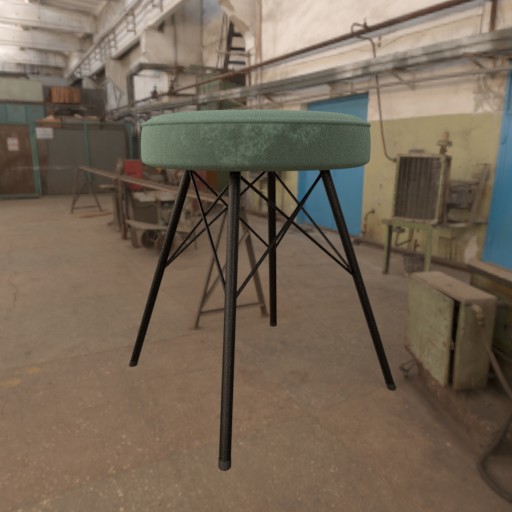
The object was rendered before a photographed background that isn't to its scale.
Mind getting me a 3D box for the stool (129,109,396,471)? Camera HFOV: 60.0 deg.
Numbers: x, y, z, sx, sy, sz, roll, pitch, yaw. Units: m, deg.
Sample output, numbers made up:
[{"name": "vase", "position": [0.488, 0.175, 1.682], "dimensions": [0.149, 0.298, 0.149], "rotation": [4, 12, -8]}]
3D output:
[{"name": "stool", "position": [0.000, 0.000, 0.862], "dimensions": [0.457, 0.519, 0.458], "rotation": [-7, 16, -26]}]
